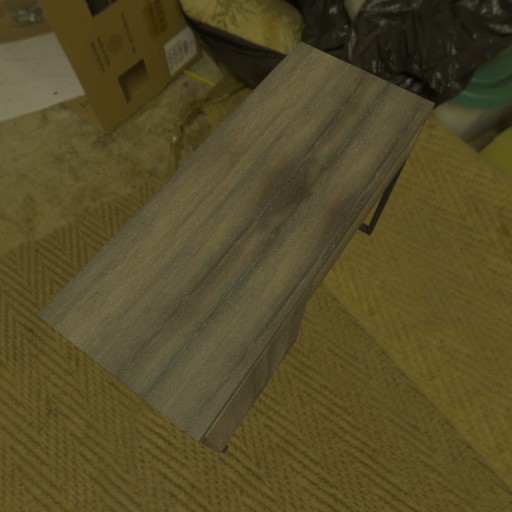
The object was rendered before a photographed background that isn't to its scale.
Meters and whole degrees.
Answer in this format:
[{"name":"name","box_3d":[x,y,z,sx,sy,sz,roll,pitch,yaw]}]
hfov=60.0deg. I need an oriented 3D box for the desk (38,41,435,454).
[{"name":"desk","box_3d":[0.000,0.000,1.511,0.511,0.752,1.134,32,68,15]}]
